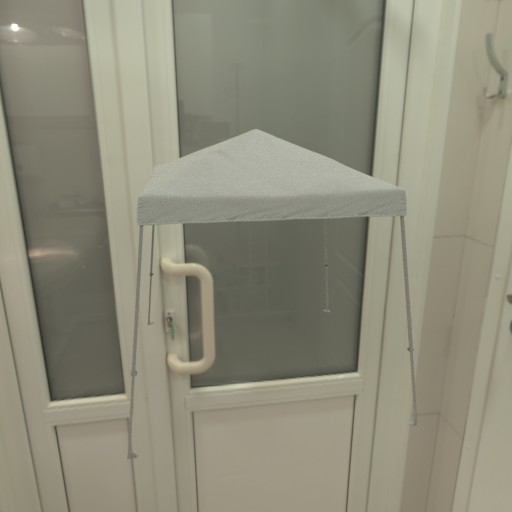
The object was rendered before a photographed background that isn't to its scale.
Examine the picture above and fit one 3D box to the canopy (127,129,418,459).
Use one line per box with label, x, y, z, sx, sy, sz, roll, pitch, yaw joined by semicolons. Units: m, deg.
canopy;0.000;0.000;5.168;2.848;2.849;2.849;-3;18;-9
